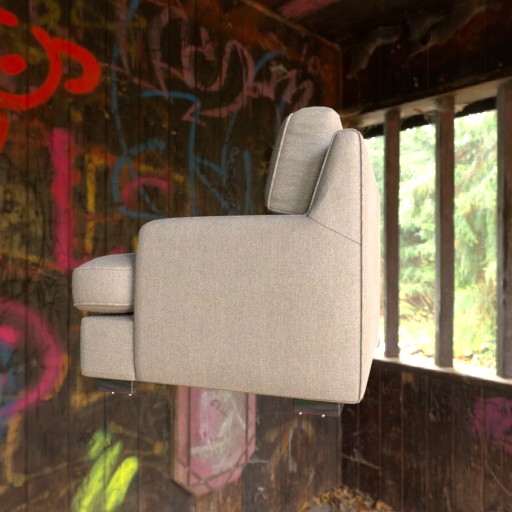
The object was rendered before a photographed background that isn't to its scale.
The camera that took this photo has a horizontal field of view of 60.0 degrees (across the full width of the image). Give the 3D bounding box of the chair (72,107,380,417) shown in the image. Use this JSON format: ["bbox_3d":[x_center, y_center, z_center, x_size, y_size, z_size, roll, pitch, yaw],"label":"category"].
[{"bbox_3d":[0.000,0.000,1.989,1.043,0.974,1.270,0,0,18],"label":"chair"}]
